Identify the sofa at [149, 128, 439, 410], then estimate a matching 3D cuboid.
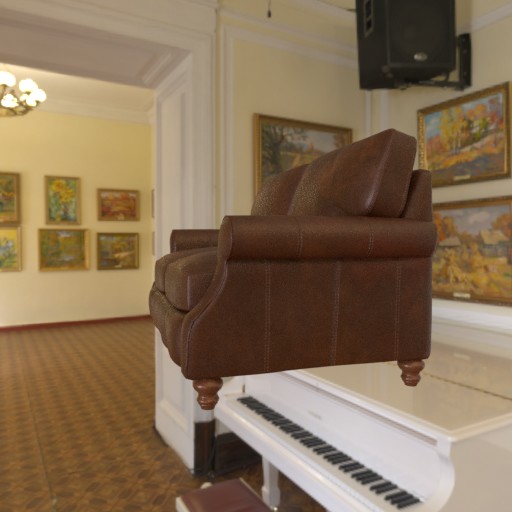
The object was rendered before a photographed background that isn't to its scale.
[{"bbox_3d":[0.000,0.000,2.226,0.990,0.976,1.616,0,2,-17],"label":"sofa"}]
